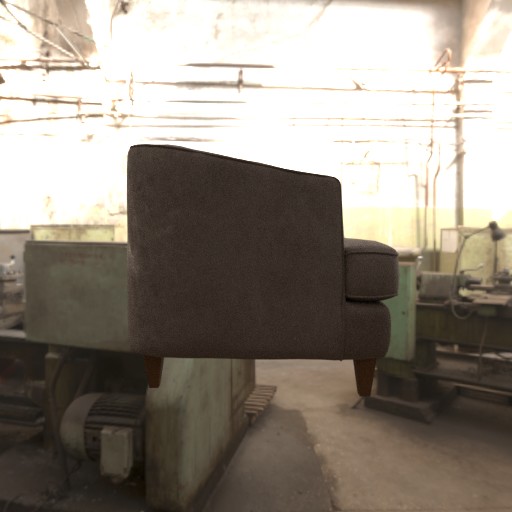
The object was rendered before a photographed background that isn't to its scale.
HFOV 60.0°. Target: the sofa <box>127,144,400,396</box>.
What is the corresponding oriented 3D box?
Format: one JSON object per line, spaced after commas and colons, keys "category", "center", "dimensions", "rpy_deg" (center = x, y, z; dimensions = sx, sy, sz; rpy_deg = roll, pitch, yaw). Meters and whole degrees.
{"category": "sofa", "center": [0.000, 0.000, 2.228], "dimensions": [0.941, 0.855, 1.733], "rpy_deg": [0, 2, 0]}
